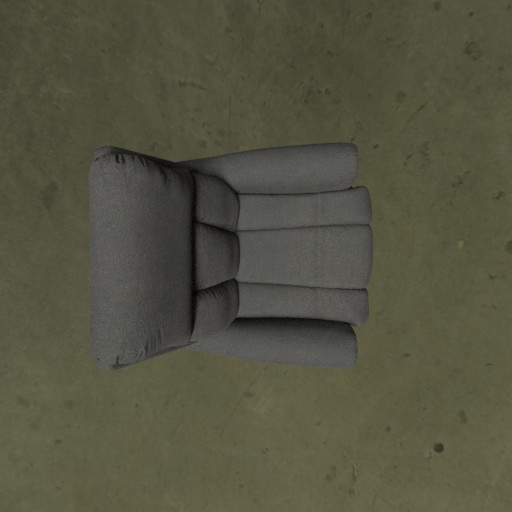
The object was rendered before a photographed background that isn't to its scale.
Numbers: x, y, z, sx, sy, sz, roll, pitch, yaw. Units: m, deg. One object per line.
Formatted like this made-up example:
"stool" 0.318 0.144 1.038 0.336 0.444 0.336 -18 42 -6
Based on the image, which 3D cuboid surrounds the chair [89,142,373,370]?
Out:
"chair" 0.000 0.000 1.718 0.979 1.031 0.871 0 91 -1
